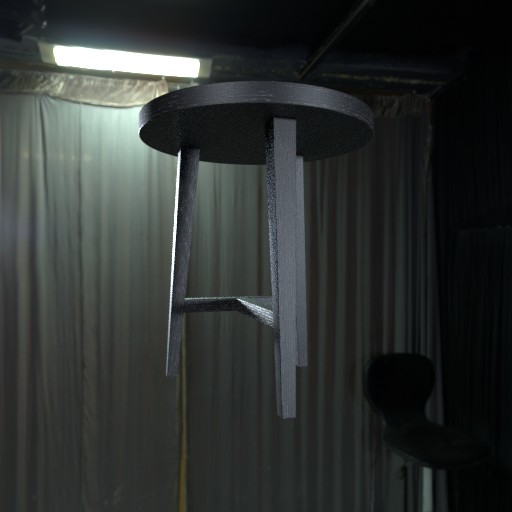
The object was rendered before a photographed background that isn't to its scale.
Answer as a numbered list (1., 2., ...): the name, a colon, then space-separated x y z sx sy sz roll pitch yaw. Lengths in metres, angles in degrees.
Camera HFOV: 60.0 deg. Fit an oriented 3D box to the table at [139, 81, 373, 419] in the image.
1. table: 0.000 0.000 0.780 0.399 0.460 0.399 0 0 0
